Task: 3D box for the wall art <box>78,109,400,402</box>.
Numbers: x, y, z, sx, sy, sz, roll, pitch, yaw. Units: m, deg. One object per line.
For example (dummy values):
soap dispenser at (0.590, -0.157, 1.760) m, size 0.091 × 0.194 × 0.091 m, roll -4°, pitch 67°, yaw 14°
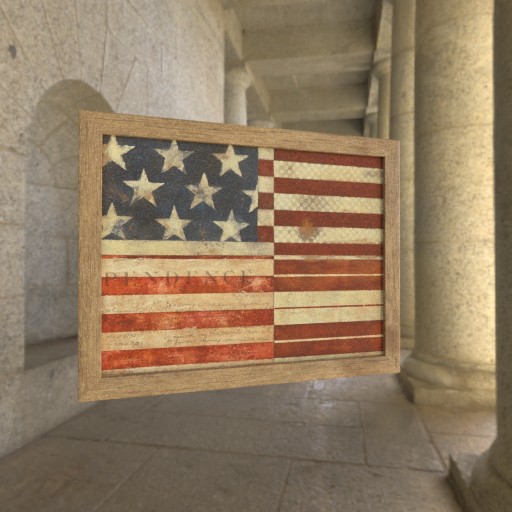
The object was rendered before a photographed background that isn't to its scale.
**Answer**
wall art at (0.000, 0.000, 0.926) m, size 0.690 × 0.535 × 0.026 m, roll 0°, pitch 0°, yaw -18°
